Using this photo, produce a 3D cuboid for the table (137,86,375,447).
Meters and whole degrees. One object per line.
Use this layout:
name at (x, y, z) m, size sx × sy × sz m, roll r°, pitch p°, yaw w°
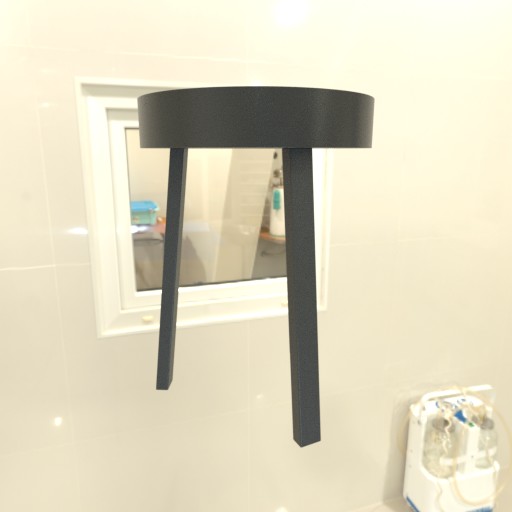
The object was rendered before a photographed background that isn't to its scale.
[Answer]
table at (0.000, 0.000, 0.848) m, size 0.406 × 0.559 × 0.406 m, roll 0°, pitch 13°, yaw 0°
